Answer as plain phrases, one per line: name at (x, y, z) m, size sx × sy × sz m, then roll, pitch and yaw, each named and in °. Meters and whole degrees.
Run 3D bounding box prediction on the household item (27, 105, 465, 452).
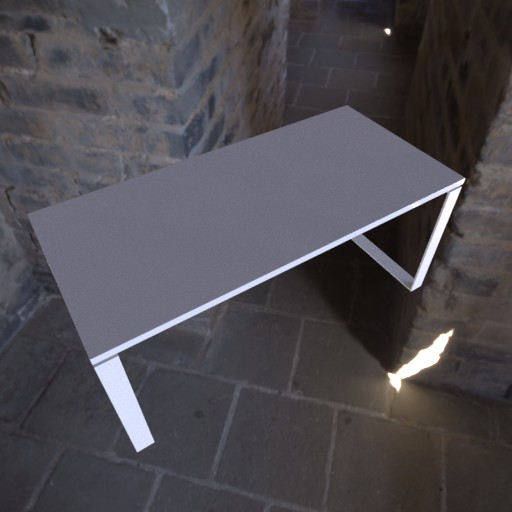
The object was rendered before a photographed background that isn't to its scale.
household item at (0.000, 0.000, 2.155) m, size 1.700 × 0.745 × 0.800 m, roll -25°, pitch 51°, yaw -22°
